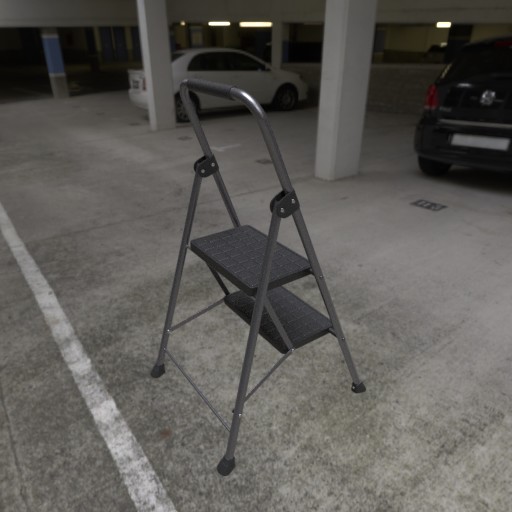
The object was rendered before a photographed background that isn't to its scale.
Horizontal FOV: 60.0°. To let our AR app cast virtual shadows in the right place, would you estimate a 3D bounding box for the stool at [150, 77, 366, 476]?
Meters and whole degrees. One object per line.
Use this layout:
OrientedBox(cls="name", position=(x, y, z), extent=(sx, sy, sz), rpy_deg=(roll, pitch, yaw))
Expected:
OrientedBox(cls="stool", position=(0.000, 0.000, 1.164), extent=(0.514, 0.872, 0.450), rpy_deg=(-18, 33, -30))
